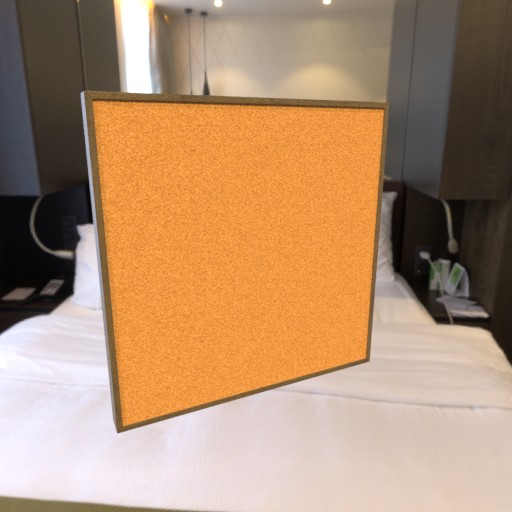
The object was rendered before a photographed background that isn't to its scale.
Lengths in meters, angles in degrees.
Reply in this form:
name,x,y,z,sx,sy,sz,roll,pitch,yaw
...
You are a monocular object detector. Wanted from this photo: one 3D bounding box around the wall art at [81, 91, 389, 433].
name,x,y,z,sx,sy,sz,roll,pitch,yaw
wall art,0.000,0.000,0.755,0.507,0.507,0.037,-8,17,-26
